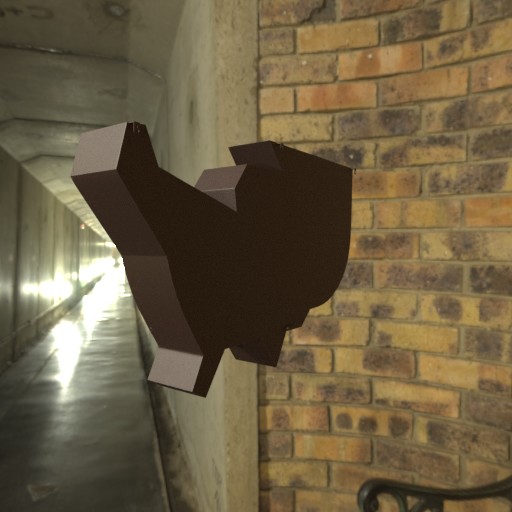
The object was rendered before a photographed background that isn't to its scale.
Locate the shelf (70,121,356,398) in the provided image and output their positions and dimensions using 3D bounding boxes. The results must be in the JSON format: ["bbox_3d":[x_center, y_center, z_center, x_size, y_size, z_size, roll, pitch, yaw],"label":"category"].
[{"bbox_3d":[0.000,0.000,0.883,0.112,0.439,0.729,1,2,36],"label":"shelf"}]
